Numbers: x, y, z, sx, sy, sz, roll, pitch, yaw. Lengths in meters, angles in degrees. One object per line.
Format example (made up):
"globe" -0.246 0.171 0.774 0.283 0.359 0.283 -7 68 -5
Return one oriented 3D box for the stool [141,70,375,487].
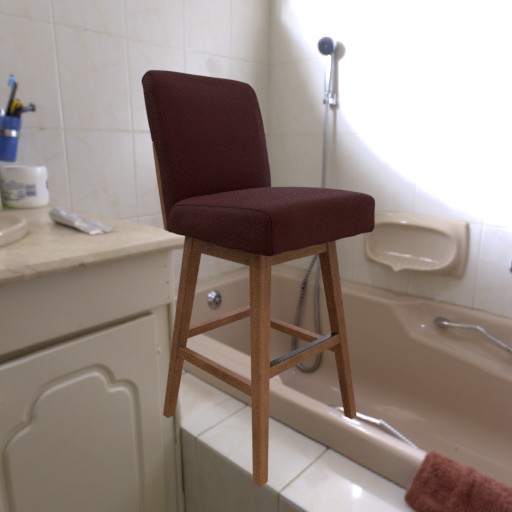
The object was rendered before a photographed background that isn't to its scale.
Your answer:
"stool" 0.000 0.000 1.364 0.468 1.093 0.562 -13 19 -43
